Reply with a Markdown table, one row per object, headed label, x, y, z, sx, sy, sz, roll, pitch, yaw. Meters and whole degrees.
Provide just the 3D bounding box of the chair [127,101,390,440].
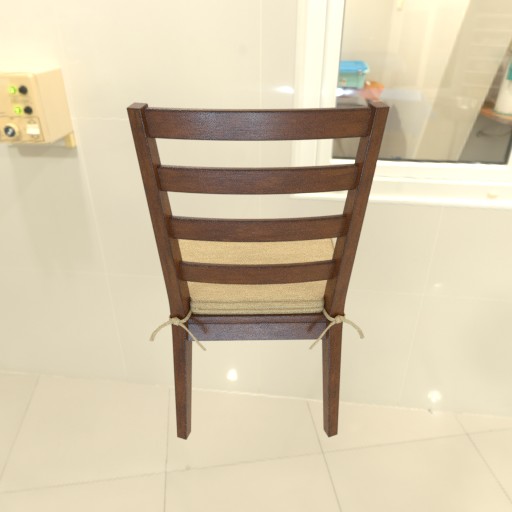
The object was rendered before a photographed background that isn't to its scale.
| label | x | y | z | sx | sy | sz | roll | pitch | yaw |
| --- | --- | --- | --- | --- | --- | --- | --- | --- | --- |
| chair | 0.000 | 0.000 | 1.323 | 0.593 | 0.979 | 0.595 | -1 | 30 | -1 |
